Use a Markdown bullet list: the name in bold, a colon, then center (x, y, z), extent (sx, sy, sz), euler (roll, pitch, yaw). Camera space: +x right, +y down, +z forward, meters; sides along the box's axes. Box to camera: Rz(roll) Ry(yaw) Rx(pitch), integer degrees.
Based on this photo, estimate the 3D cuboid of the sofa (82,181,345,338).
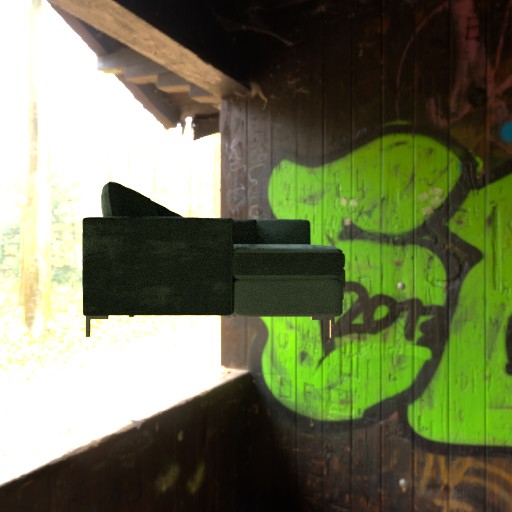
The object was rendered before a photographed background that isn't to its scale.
- **sofa**: center (0.000, 0.000, 4.330), extent (2.055, 0.992, 3.434), euler (0, 0, 0)
